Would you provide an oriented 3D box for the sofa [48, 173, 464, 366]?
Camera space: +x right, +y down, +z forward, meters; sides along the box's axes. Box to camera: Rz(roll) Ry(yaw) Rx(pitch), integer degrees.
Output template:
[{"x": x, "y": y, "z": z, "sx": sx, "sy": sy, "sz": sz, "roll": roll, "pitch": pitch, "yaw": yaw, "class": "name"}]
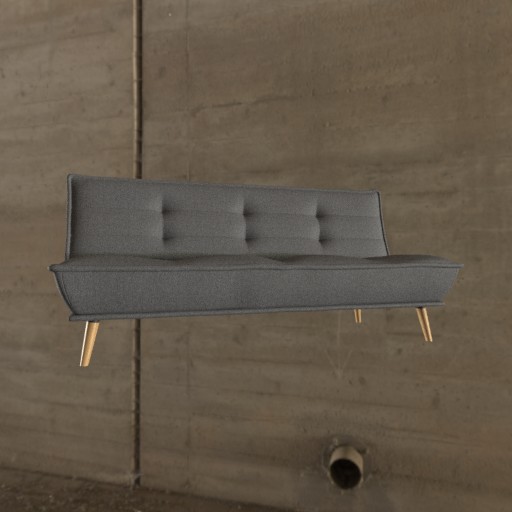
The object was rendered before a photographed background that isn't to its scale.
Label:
[{"x": 0.000, "y": 0.000, "z": 2.389, "sx": 1.940, "sy": 0.890, "sz": 0.950, "roll": 0, "pitch": 0, "yaw": -18, "class": "sofa"}]
